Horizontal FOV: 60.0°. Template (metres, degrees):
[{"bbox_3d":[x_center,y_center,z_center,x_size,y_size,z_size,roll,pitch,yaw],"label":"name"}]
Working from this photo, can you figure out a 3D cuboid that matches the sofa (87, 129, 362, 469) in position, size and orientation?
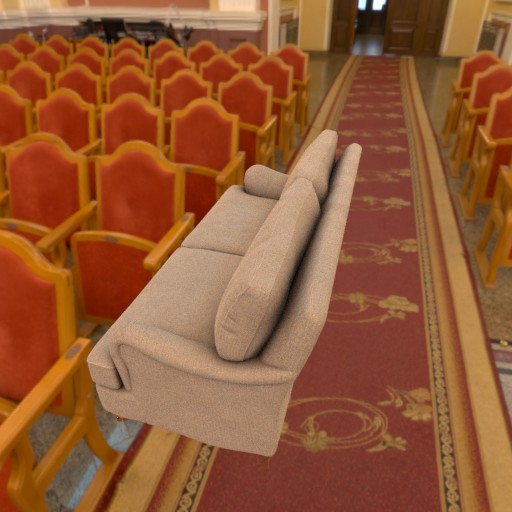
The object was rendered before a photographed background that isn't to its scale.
[{"bbox_3d":[0.000,0.000,2.758,1.069,1.096,2.193,8,32,13],"label":"sofa"}]
